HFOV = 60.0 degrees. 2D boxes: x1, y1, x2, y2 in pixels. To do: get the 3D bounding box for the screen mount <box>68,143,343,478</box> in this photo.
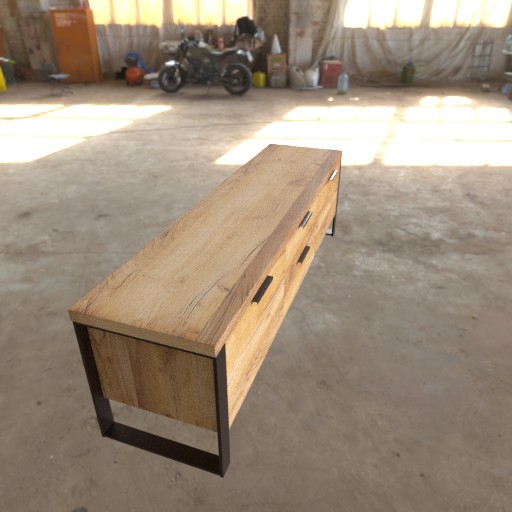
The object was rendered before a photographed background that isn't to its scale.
[{"bbox_3d":[0.000,0.000,1.719,0.395,0.450,1.524,10,31,17],"label":"screen mount"}]
